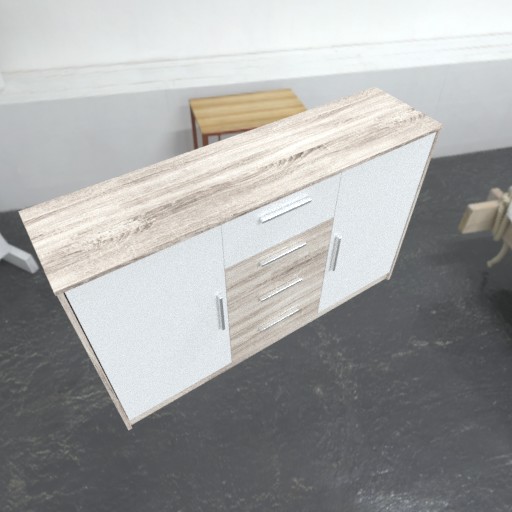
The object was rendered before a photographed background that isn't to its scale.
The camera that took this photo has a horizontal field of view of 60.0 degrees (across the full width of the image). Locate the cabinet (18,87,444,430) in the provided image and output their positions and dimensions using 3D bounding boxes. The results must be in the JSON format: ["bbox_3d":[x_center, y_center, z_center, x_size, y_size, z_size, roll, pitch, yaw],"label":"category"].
[{"bbox_3d":[0.000,0.000,1.816,1.450,0.900,0.380,-26,52,-22],"label":"cabinet"}]
